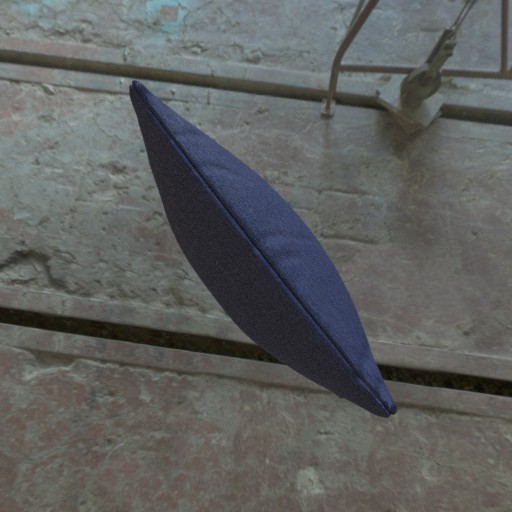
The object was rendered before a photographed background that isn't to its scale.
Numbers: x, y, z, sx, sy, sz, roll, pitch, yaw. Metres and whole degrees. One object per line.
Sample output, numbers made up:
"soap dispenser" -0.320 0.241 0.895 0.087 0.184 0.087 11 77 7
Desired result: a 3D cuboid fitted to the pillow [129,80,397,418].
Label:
"pillow" 0.000 0.000 0.805 0.210 0.338 0.633 -37 80 -8
